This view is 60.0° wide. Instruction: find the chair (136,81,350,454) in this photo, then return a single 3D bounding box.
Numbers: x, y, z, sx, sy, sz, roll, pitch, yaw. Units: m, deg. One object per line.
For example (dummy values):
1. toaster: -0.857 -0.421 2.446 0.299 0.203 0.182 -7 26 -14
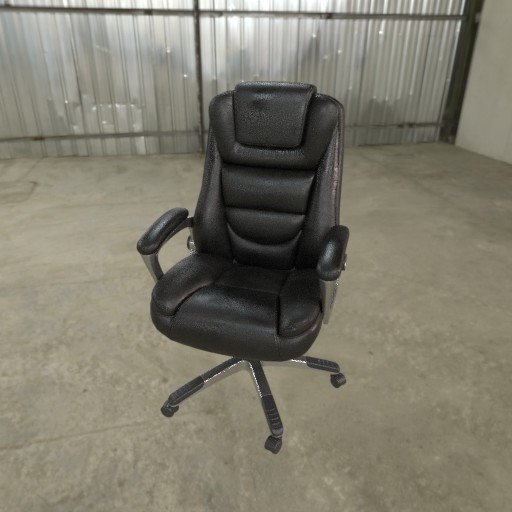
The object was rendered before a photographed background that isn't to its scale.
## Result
1. chair: 0.000 0.000 1.523 0.697 1.075 0.689 8 27 15
